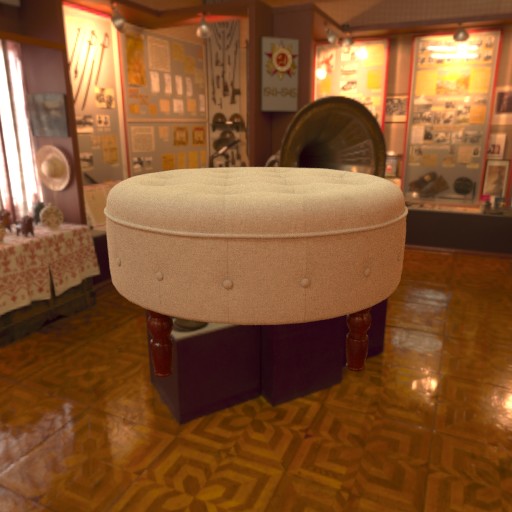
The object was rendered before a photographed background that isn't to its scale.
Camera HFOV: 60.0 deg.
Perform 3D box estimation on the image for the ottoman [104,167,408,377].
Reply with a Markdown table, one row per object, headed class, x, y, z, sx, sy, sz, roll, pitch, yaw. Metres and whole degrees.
| class | x | y | z | sx | sy | sz | roll | pitch | yaw |
| --- | --- | --- | --- | --- | --- | --- | --- | --- | --- |
| ottoman | 0.000 | 0.000 | 1.347 | 0.849 | 0.478 | 0.849 | 0 | 16 | 0 |
